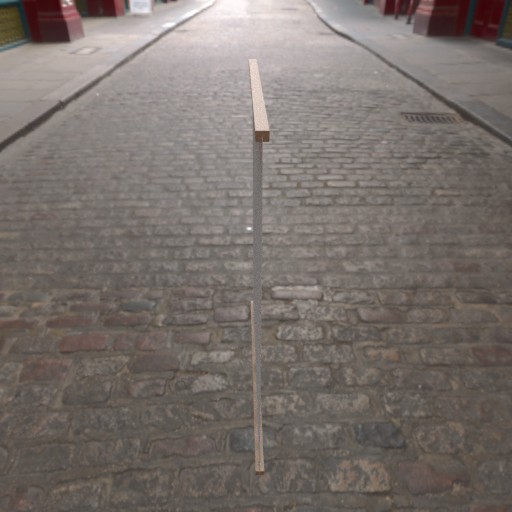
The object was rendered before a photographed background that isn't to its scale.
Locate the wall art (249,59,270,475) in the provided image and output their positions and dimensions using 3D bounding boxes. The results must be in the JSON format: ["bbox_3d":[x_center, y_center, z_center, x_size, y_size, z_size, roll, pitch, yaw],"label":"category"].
[{"bbox_3d":[0.000,0.000,0.689,0.012,0.508,0.405,-1,32,-1],"label":"wall art"}]
